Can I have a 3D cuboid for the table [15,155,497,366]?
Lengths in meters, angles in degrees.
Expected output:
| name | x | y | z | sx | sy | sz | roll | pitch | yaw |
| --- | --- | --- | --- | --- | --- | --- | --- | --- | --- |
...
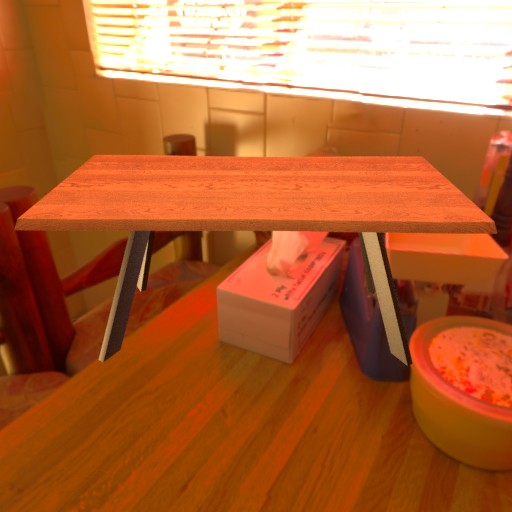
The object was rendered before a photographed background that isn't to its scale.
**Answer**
| name | x | y | z | sx | sy | sz | roll | pitch | yaw |
| --- | --- | --- | --- | --- | --- | --- | --- | --- | --- |
| table | 0.000 | 0.000 | 2.210 | 1.800 | 0.770 | 0.900 | 0 | 29 | 1 |
